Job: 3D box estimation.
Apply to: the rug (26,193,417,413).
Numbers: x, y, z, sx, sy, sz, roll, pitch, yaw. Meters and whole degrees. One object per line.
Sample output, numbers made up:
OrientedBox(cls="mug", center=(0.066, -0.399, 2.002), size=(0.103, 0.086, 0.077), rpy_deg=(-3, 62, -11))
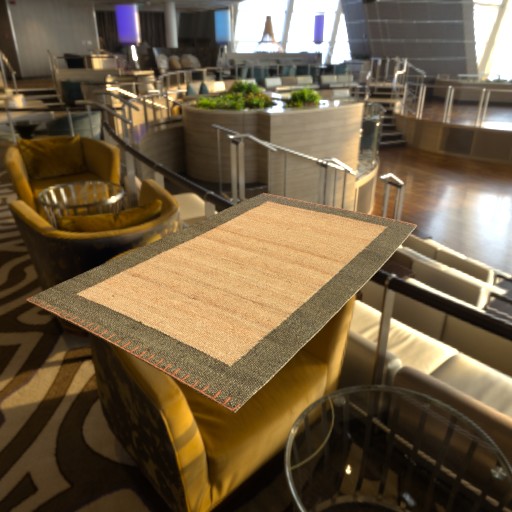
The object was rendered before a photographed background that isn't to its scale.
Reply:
OrientedBox(cls="rug", center=(0.000, 0.000, 3.018), size=(1.521, 0.006, 2.435), rpy_deg=(17, 30, 31))
